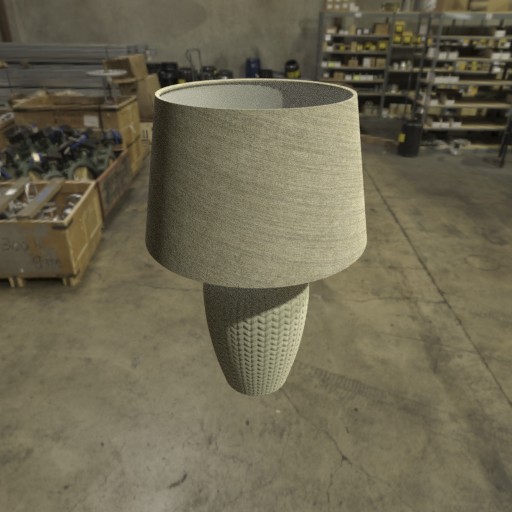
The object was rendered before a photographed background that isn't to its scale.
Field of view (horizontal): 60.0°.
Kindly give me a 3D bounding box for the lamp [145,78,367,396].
[{"bbox_3d":[0.000,0.000,0.823,0.390,0.580,0.390,0,28,0],"label":"lamp"}]
